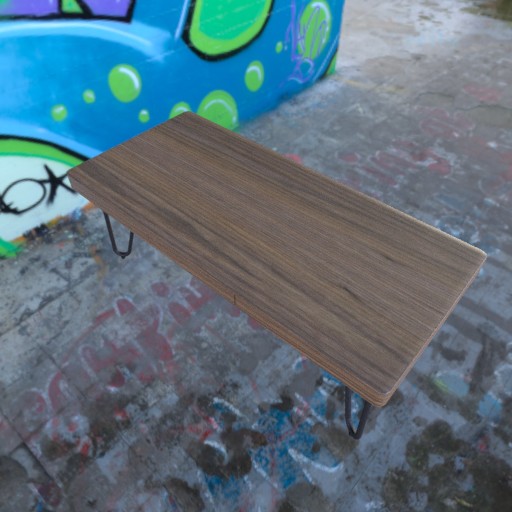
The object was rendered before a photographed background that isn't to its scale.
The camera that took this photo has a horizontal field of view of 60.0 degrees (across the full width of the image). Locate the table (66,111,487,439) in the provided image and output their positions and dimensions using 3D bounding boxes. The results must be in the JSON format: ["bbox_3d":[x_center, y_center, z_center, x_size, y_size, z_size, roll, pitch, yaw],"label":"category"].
[{"bbox_3d":[0.000,0.000,1.691,1.375,0.468,0.637,32,54,27],"label":"table"}]
